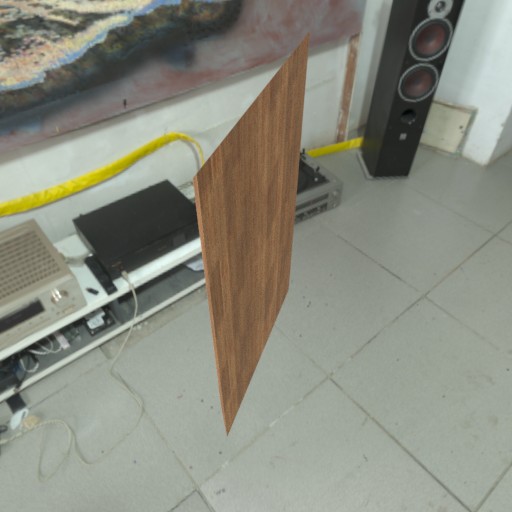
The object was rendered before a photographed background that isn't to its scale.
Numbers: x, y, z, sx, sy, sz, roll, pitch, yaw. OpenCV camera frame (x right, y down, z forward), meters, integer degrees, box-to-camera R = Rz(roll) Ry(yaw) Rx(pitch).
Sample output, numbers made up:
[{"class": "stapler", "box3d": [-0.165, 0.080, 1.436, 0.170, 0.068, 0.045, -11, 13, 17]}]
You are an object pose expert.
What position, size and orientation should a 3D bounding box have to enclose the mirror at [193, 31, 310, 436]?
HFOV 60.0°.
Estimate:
[{"class": "mirror", "box3d": [0.000, 0.000, 1.267, 0.047, 1.010, 0.651, 15, 48, 14]}]
